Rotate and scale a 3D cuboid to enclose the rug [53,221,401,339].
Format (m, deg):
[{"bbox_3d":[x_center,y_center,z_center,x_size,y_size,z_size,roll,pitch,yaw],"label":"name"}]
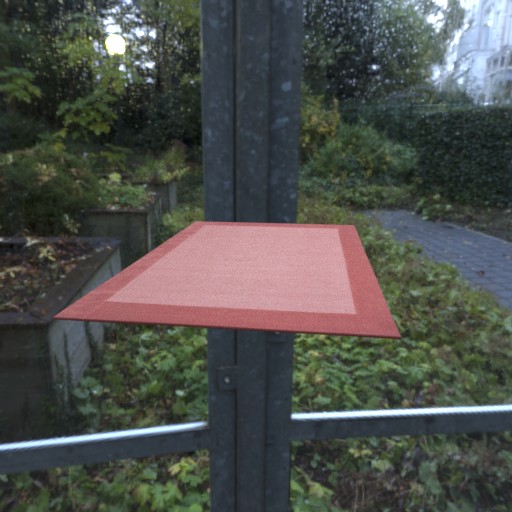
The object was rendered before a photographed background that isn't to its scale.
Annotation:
[{"bbox_3d":[0.000,0.000,3.067,1.524,0.014,2.438,2,15,7],"label":"rug"}]
